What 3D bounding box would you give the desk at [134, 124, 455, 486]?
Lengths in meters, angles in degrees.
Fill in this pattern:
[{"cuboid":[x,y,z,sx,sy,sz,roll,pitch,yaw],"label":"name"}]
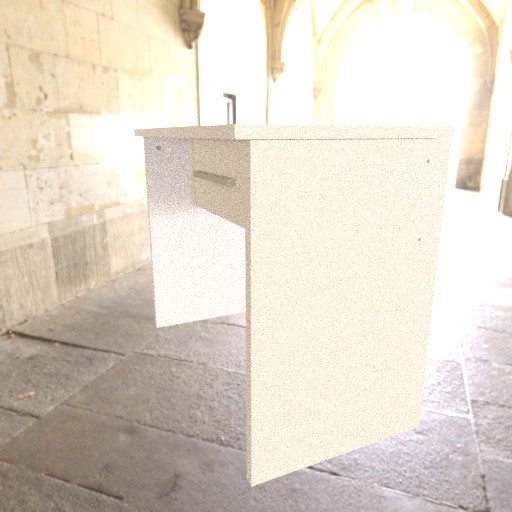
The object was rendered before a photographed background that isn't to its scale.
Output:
[{"cuboid":[0.000,0.000,1.313,0.498,0.729,0.900,-7,17,-24],"label":"desk"}]
